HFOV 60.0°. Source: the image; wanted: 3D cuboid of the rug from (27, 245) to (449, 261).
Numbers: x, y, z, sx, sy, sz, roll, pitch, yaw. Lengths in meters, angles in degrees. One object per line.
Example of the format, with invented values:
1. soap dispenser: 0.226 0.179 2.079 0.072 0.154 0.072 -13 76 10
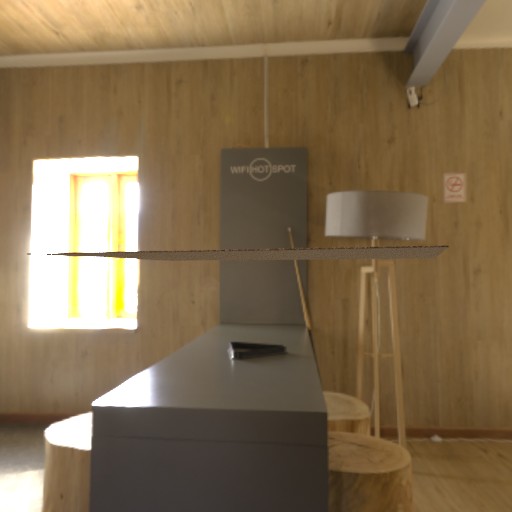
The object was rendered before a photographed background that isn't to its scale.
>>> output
1. rug: 0.000 0.000 5.342 4.093 0.020 2.997 -1 -2 20
